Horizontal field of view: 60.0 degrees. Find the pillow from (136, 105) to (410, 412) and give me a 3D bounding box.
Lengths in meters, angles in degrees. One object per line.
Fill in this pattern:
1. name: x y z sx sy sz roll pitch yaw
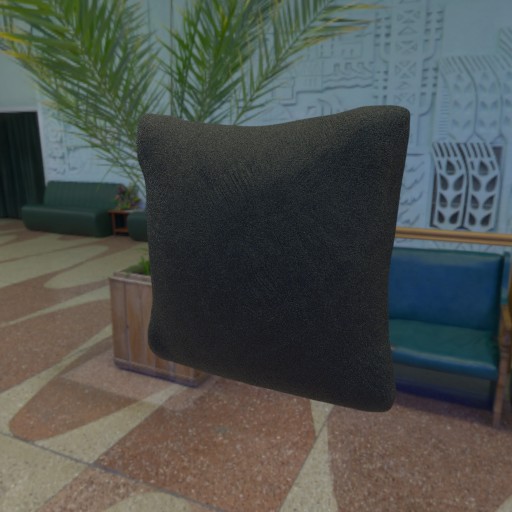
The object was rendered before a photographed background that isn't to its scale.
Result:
1. pillow: 0.000 0.000 0.823 0.533 0.523 0.210 7 15 26
